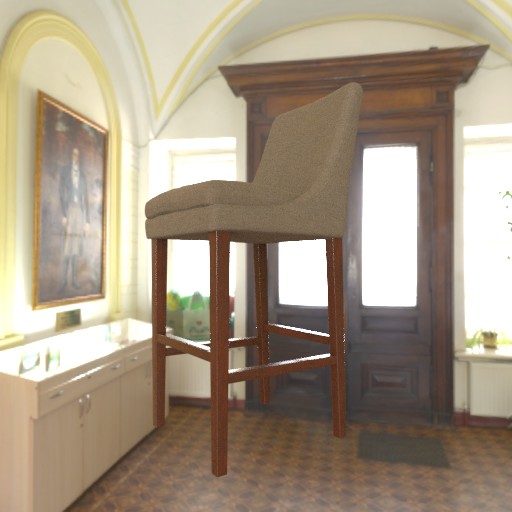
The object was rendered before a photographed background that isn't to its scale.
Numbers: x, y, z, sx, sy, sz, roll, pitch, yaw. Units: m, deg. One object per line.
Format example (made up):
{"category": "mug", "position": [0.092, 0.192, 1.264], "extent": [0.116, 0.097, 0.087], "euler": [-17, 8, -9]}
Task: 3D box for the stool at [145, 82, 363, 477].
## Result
{"category": "stool", "position": [0.000, 0.000, 1.391], "extent": [0.577, 1.078, 0.470], "euler": [1, -1, -34]}
